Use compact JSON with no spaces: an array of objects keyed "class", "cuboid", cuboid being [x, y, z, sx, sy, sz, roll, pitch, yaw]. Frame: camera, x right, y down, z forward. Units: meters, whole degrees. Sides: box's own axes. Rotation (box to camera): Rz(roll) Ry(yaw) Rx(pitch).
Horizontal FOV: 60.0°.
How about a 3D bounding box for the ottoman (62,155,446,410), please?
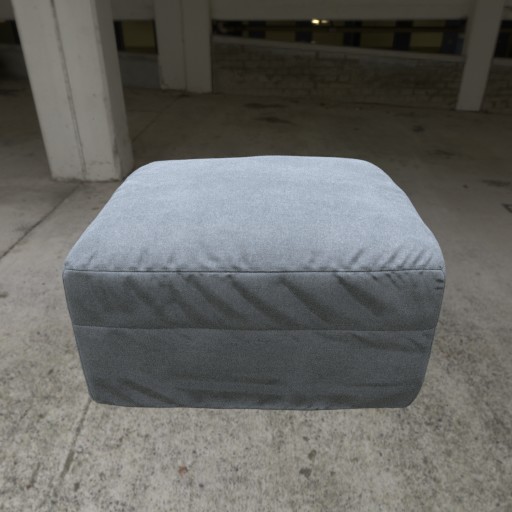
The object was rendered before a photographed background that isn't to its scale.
[{"class":"ottoman","cuboid":[0.000,0.000,1.239,0.837,0.481,0.683,1,29,1]}]
